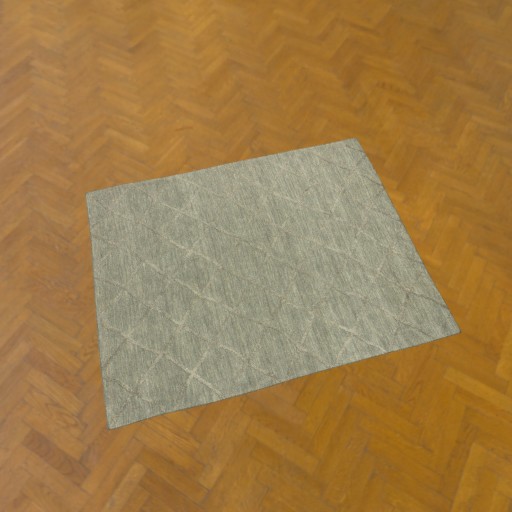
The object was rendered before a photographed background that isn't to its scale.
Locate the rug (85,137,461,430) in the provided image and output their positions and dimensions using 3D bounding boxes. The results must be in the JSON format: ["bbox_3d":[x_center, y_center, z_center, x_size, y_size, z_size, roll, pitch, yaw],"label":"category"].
[{"bbox_3d":[0.000,0.000,4.215,3.048,0.013,2.438,-13,60,-8],"label":"rug"}]
